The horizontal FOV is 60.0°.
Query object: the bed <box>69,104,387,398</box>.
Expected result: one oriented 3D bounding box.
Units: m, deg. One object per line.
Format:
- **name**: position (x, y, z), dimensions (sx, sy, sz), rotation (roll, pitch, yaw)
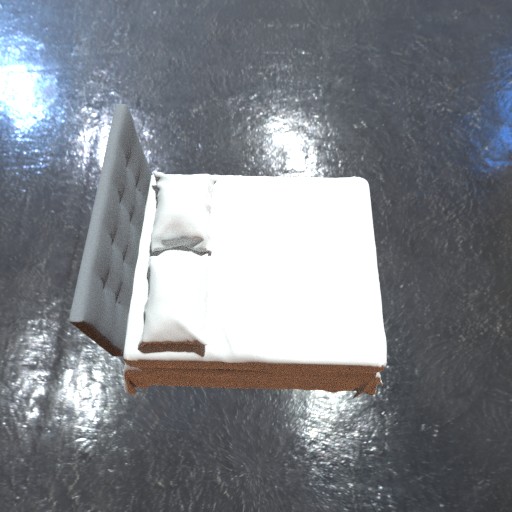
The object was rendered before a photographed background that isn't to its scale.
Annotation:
- **bed**: position (0.000, 0.000, 3.503), dimensions (2.222, 1.577, 1.936), rotation (1, 64, 1)
